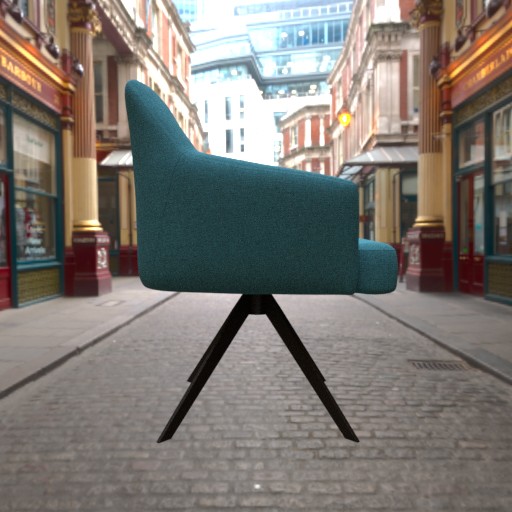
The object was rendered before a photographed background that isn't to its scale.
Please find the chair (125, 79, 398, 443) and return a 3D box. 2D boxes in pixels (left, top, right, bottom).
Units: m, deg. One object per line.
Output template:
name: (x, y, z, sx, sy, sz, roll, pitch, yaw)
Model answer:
chair: (0.000, 0.000, 1.286, 0.677, 0.874, 0.642, 0, 1, 0)
